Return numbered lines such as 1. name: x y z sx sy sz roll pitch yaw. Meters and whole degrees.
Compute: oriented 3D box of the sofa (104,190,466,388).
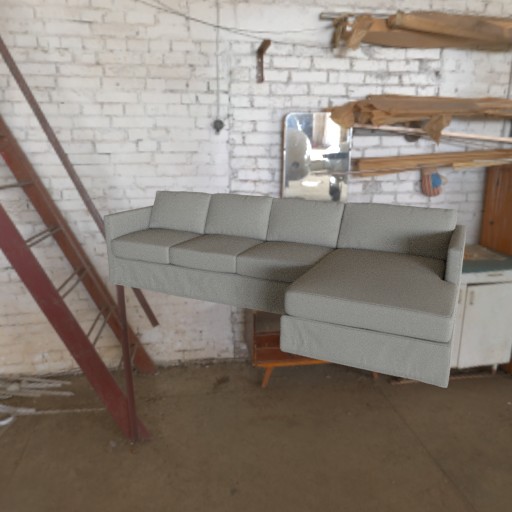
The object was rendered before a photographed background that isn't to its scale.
1. sofa: 0.000 0.000 3.753 3.177 0.867 1.622 7 16 25
